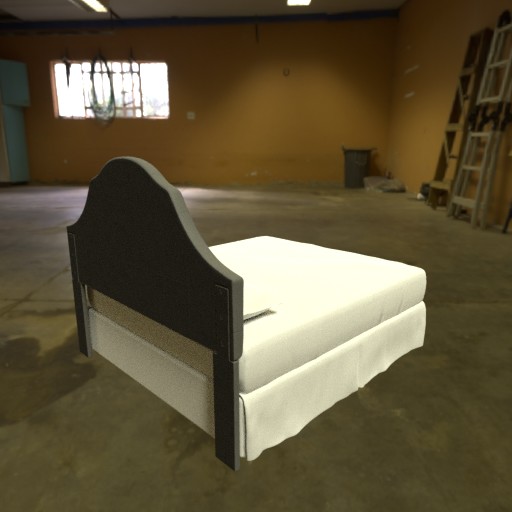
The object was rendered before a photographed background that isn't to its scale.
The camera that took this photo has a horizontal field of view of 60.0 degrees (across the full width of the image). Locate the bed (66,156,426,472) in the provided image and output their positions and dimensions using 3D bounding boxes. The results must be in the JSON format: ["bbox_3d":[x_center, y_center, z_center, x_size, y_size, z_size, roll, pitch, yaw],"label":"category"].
[{"bbox_3d":[0.000,0.000,3.574,2.214,1.615,2.008,-14,20,-43],"label":"bed"}]
